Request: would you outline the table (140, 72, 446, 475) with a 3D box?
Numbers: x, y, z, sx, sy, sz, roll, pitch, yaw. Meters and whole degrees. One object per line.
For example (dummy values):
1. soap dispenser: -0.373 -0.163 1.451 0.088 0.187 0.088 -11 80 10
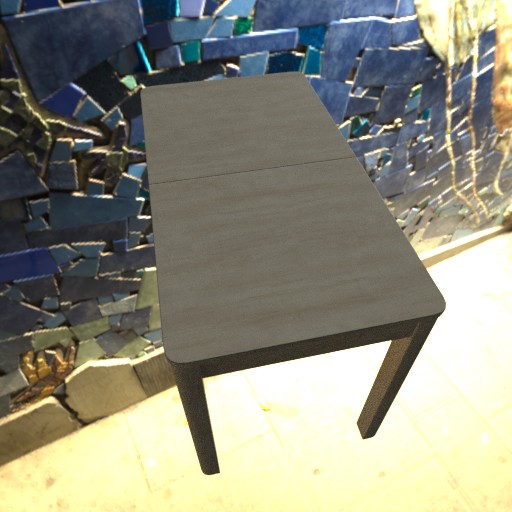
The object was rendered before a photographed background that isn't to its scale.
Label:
1. table: 0.000 0.000 1.898 0.750 0.900 1.400 -9 49 -8
